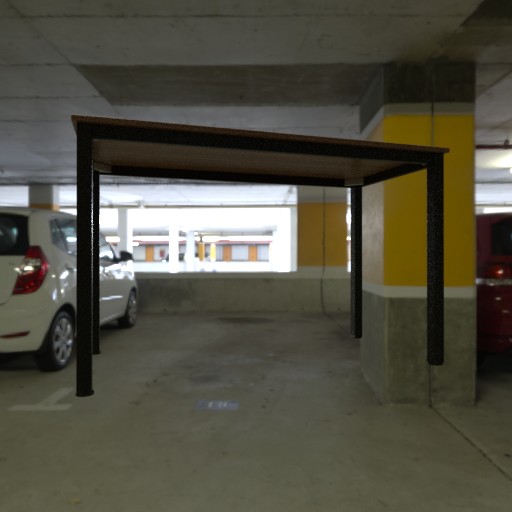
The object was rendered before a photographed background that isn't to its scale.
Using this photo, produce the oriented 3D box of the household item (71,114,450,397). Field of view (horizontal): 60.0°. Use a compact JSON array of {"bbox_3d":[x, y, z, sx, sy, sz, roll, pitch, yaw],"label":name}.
[{"bbox_3d":[0.000,0.000,1.622,1.200,0.750,0.600,0,0,-17],"label":"household item"}]
